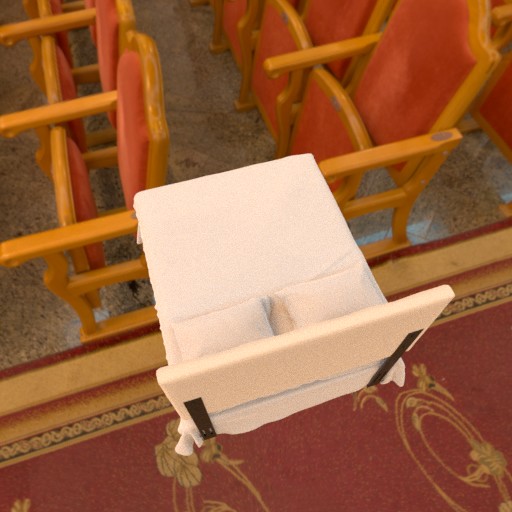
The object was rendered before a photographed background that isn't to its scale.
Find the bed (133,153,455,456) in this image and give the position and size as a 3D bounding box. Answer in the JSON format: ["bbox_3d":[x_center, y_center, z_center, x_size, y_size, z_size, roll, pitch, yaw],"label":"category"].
[{"bbox_3d":[0.000,0.000,3.429,1.936,1.577,2.222,-15,59,-9],"label":"bed"}]
